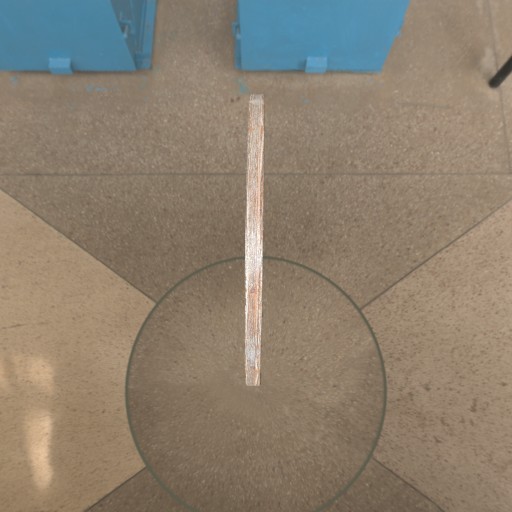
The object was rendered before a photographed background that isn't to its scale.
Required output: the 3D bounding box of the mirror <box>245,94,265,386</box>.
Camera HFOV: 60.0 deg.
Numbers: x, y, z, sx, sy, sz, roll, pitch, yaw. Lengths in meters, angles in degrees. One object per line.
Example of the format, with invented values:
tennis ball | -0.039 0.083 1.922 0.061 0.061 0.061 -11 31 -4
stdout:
mirror | 0.000 0.000 1.180 0.032 0.920 0.660 1 74 0
